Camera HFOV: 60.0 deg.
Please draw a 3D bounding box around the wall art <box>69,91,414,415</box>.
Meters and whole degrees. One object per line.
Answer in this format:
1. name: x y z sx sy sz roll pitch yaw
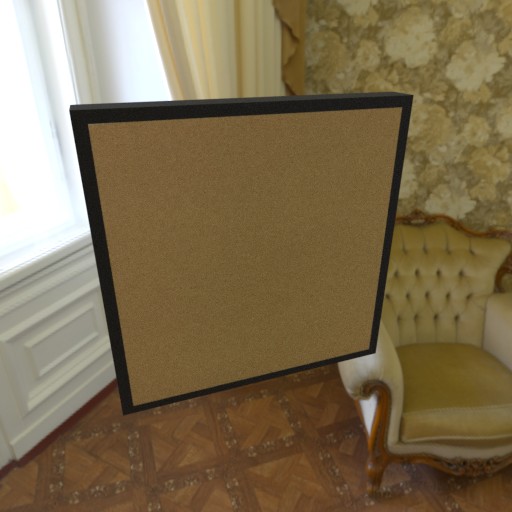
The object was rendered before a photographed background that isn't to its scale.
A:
1. wall art: 0.000 0.000 0.454 0.305 0.304 0.033 -9 27 -18
